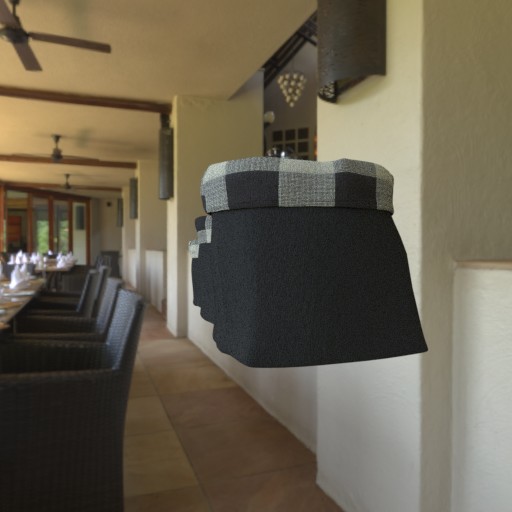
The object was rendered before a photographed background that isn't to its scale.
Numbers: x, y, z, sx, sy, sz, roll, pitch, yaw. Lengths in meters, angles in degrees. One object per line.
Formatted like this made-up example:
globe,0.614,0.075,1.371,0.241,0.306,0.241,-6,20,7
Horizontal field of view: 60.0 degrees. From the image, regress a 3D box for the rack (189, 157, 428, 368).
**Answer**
rack,0.000,0.000,1.093,0.370,0.329,0.889,0,1,-17
